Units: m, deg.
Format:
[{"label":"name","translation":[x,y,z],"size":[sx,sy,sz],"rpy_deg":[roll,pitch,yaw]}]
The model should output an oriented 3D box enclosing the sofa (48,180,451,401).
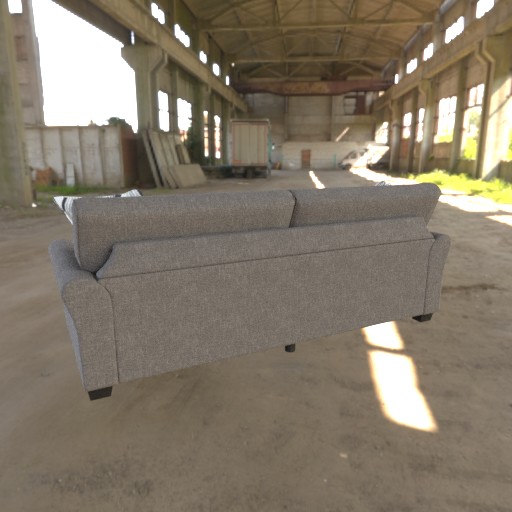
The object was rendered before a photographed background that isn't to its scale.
[{"label":"sofa","translation":[0.000,0.000,2.442],"size":[2.032,0.813,0.889],"rpy_deg":[-7,15,-26]}]
